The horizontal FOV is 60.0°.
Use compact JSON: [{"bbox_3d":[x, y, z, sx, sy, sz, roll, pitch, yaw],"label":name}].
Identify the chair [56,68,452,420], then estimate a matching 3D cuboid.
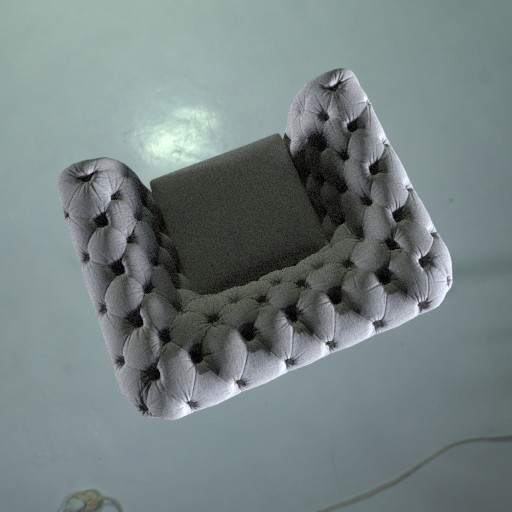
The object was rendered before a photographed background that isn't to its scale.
[{"bbox_3d":[0.000,0.000,1.891,1.270,0.770,0.976,-22,77,-5],"label":"chair"}]
